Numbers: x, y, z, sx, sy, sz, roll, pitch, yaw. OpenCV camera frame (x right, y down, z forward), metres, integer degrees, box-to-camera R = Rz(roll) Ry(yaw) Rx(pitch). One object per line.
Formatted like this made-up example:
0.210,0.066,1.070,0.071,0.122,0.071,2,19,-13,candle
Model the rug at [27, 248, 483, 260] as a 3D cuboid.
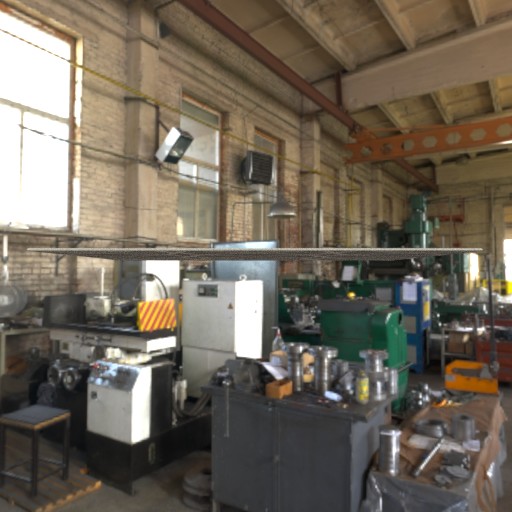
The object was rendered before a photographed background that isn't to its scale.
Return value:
0.000,0.000,2.972,2.294,0.014,1.528,0,-2,0,rug
